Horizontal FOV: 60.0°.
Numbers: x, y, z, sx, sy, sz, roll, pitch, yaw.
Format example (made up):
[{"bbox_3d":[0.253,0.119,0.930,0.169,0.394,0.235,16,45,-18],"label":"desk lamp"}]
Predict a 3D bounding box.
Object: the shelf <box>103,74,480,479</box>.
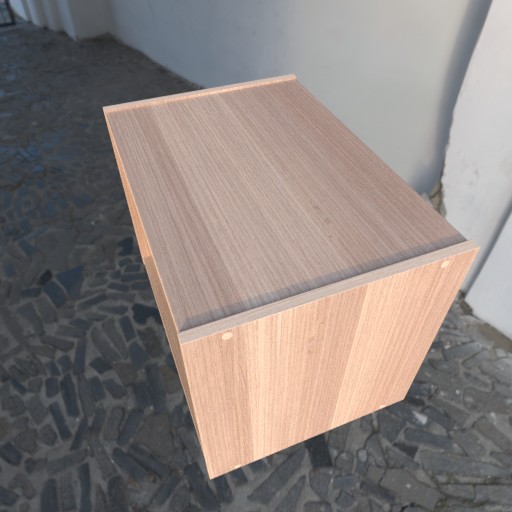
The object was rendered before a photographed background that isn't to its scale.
[{"bbox_3d":[0.000,0.000,0.623,0.290,0.305,0.415,-16,48,-15],"label":"shelf"}]
